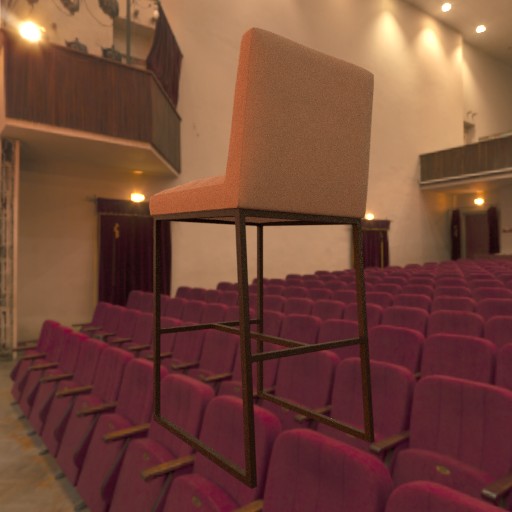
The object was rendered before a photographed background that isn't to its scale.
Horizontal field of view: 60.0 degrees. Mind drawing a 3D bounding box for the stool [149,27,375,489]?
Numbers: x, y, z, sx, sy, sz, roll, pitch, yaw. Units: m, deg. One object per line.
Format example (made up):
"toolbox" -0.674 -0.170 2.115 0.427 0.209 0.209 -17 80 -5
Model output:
"stool" 0.000 0.000 1.358 0.464 1.061 0.573 0 -1 -37
